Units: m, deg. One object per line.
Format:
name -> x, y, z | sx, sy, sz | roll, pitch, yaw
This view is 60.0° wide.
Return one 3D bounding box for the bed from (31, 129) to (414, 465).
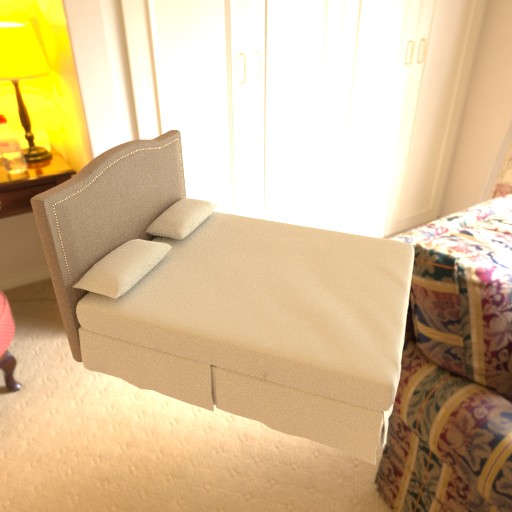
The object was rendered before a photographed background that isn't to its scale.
bed -> 0.000, 0.000, 3.318 | 2.282, 1.436, 1.821 | 11, 32, 18
